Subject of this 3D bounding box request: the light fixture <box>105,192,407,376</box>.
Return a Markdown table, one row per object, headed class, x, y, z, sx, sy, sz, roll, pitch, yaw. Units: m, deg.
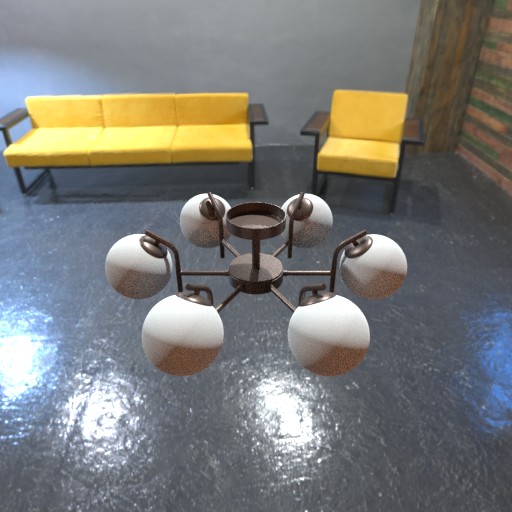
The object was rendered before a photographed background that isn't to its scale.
| class | x | y | z | sx | sy | sz | roll | pitch | yaw |
| --- | --- | --- | --- | --- | --- | --- | --- | --- | --- |
| light fixture | 0.000 | 0.000 | 0.970 | 0.662 | 0.201 | 0.662 | 0 | 31 | 0 |
